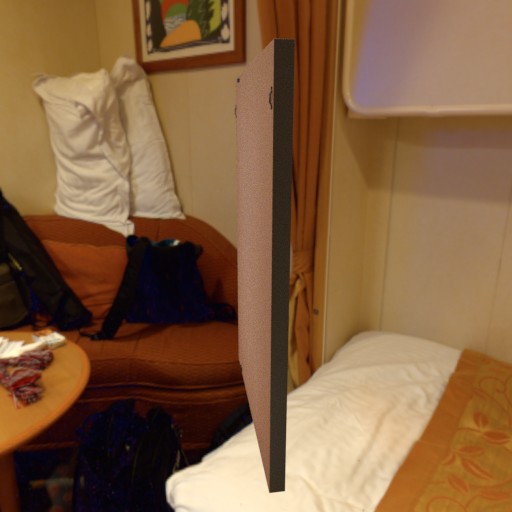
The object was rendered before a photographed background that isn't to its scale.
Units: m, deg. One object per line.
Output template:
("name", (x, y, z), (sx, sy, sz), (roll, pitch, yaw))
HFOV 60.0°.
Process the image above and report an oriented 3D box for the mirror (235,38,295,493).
("mirror", (0.000, 0.000, 1.144), (0.040, 0.915, 0.609), (-2, 16, -8))
